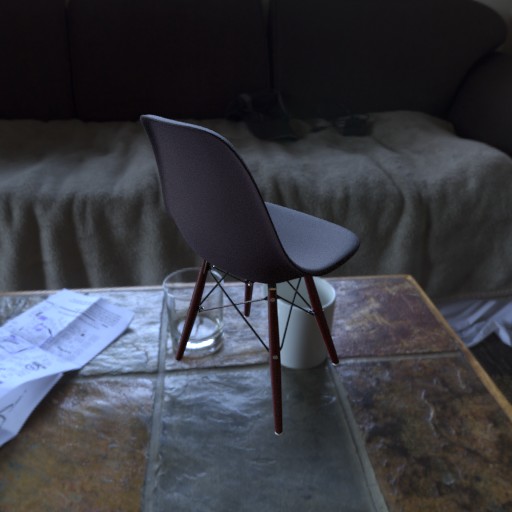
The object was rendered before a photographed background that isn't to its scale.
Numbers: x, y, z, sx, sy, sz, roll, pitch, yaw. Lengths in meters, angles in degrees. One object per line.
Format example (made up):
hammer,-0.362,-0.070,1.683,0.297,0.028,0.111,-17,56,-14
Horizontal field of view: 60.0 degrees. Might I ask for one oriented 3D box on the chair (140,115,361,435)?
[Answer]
chair,0.000,0.000,1.207,0.470,0.826,0.533,23,38,33
